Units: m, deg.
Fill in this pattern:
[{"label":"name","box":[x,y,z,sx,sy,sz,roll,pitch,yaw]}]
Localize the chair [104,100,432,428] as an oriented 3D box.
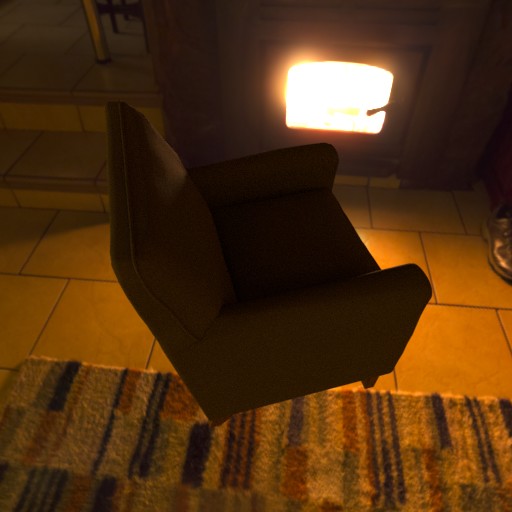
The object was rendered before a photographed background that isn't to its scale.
[{"label":"chair","box":[0.000,0.000,1.574,0.831,0.911,0.836,-10,46,-10]}]
